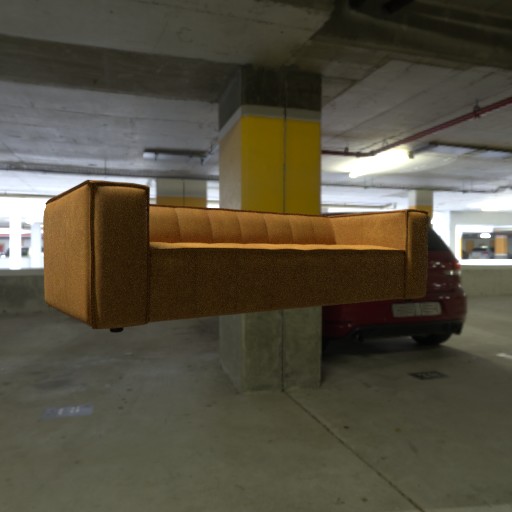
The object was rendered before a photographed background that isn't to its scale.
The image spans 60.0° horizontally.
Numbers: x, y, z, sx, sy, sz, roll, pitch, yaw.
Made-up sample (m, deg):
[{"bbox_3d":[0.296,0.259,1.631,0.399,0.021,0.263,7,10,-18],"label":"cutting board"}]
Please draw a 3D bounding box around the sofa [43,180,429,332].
[{"bbox_3d":[0.000,0.000,3.093,2.581,0.701,1.102,0,1,-35],"label":"sofa"}]
